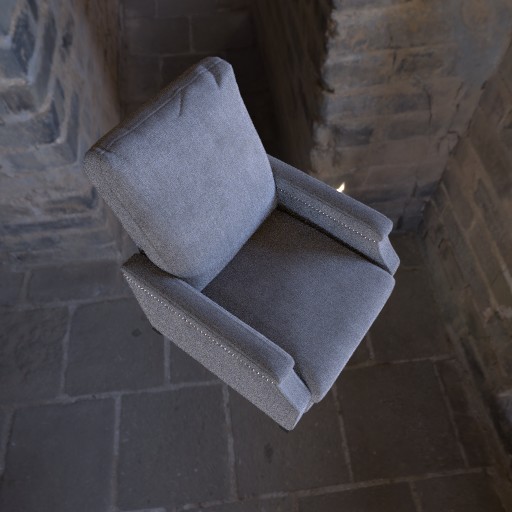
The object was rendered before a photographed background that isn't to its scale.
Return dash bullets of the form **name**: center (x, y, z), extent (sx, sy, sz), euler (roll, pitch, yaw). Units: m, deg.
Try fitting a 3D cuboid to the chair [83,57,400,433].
- **chair**: center (0.000, 0.000, 1.600), extent (0.922, 1.049, 0.710), euler (33, 65, 18)
